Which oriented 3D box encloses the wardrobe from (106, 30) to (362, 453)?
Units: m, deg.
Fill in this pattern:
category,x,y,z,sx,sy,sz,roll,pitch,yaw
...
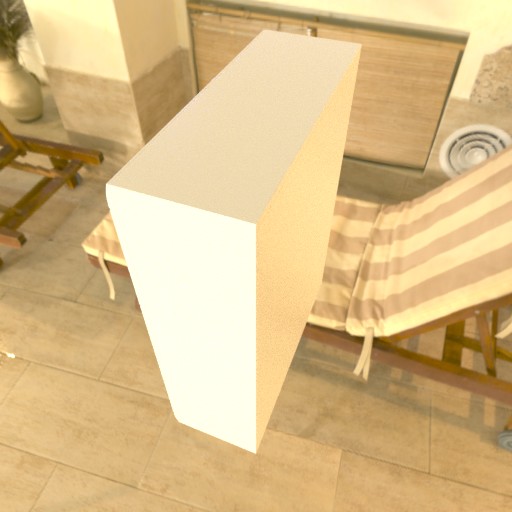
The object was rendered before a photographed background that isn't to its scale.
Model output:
category,x,y,z,sx,sy,sz,roll,pitch,yaw
wardrobe,0.000,0.000,1.591,0.360,1.200,0.900,16,49,15
